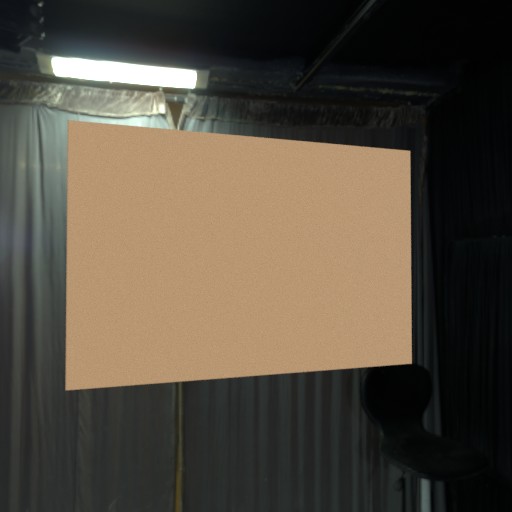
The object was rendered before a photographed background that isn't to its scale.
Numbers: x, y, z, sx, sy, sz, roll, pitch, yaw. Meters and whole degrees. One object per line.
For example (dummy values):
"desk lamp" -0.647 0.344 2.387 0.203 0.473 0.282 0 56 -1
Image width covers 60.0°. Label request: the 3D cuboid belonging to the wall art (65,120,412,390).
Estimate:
"wall art" 0.000 0.000 0.777 0.609 0.407 0.039 0 -1 -17
